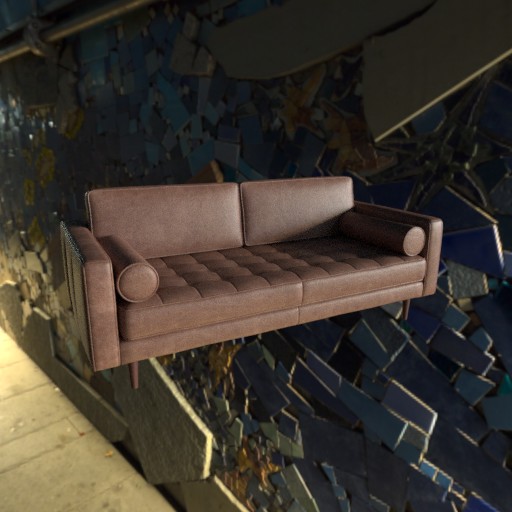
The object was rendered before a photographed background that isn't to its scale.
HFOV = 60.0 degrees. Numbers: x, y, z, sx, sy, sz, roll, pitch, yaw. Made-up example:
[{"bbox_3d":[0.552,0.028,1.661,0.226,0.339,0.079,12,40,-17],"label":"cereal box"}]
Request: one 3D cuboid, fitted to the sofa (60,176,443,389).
[{"bbox_3d":[0.000,0.000,2.393,1.870,0.760,0.910,-8,17,-27],"label":"sofa"}]
